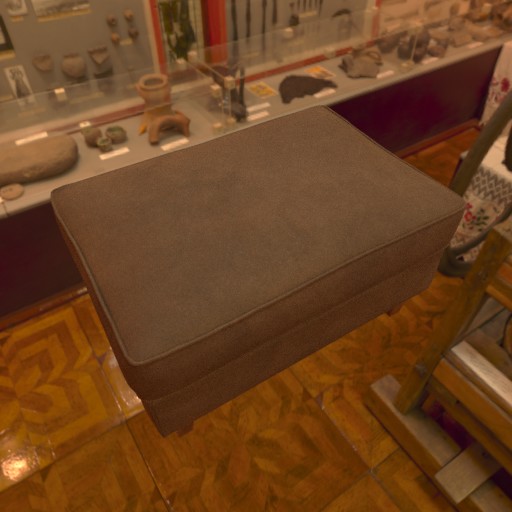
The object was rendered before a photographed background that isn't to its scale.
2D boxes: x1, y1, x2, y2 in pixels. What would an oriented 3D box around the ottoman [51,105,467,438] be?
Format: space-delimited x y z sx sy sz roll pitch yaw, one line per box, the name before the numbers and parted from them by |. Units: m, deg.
ottoman | 0.000 0.000 1.199 0.860 0.481 0.596 -24 51 -21
